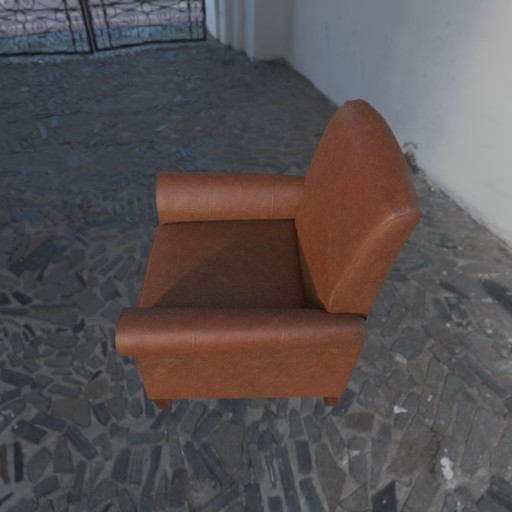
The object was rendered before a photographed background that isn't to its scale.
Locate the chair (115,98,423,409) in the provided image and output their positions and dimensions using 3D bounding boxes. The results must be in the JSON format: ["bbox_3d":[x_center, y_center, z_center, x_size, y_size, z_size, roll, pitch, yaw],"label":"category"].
[{"bbox_3d":[0.000,0.000,1.755,0.902,1.061,0.978,-1,42,-1],"label":"chair"}]
